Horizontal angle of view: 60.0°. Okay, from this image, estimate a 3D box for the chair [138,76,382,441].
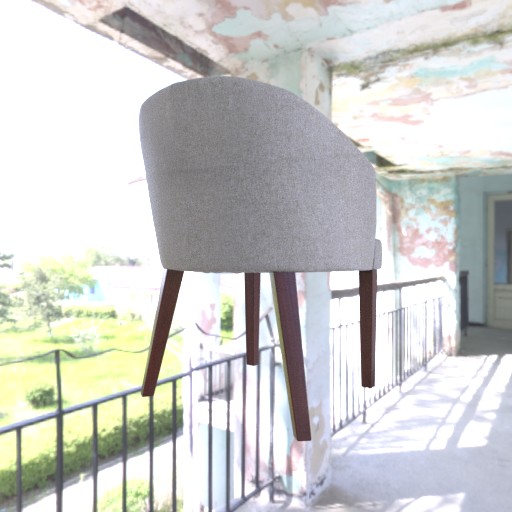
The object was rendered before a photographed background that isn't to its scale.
[{"bbox_3d":[0.000,0.000,1.279,0.583,0.811,0.655,0,0,36],"label":"chair"}]
